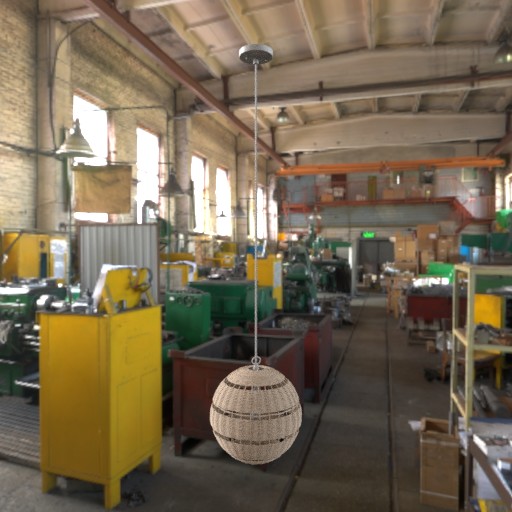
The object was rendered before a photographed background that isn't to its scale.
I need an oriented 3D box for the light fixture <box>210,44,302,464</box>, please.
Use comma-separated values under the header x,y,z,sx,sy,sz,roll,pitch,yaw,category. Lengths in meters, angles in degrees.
x,y,z,sx,sy,sz,roll,pitch,yaw,category
0.000,0.000,2.204,0.457,2.019,0.457,0,1,-17,light fixture
